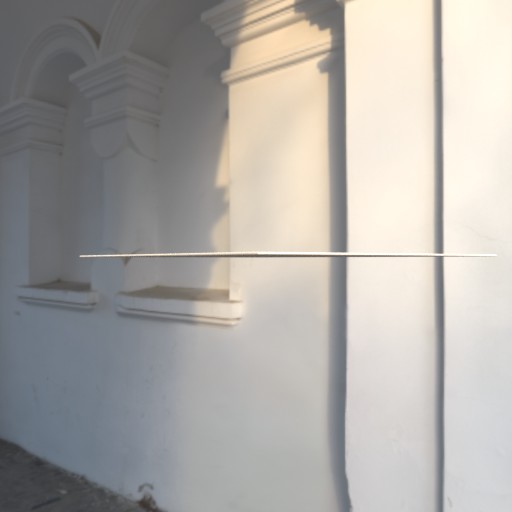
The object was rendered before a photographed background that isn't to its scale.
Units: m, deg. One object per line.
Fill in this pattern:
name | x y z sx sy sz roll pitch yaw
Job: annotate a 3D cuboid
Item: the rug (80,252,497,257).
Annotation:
rug | 0.000 0.000 2.710 1.533 0.010 2.142 0 0 -36
